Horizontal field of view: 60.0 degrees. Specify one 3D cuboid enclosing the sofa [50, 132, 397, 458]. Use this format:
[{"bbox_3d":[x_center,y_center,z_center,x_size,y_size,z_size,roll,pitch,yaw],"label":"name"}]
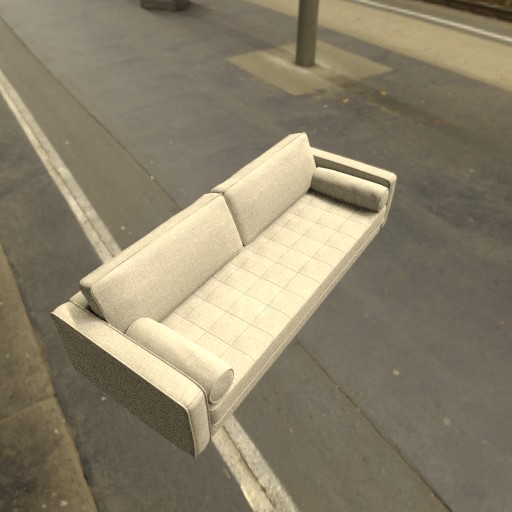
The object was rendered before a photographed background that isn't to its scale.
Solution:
[{"bbox_3d":[0.000,0.000,2.715,0.914,0.762,2.211,25,47,26],"label":"sofa"}]
